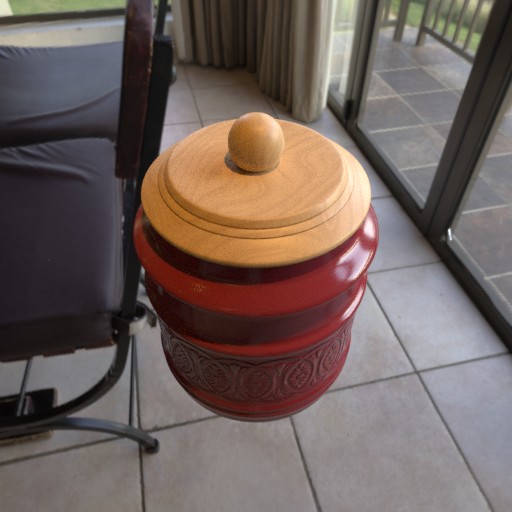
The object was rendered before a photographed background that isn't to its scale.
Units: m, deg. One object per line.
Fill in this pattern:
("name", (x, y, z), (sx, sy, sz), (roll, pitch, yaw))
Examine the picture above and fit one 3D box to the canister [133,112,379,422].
("canister", (0.000, 0.000, 0.259), (0.130, 0.176, 0.130), (0, 46, 0))
